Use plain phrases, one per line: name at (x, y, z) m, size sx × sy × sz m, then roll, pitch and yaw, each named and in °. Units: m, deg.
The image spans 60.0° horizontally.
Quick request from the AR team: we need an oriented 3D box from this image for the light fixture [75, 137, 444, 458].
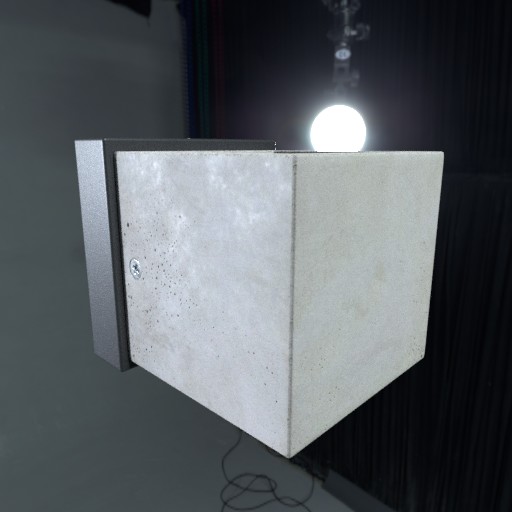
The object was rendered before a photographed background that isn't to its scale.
light fixture at (0.000, 0.000, 0.234) m, size 0.143 × 0.121 × 0.121 m, roll 13°, pitch 19°, yaw 43°
